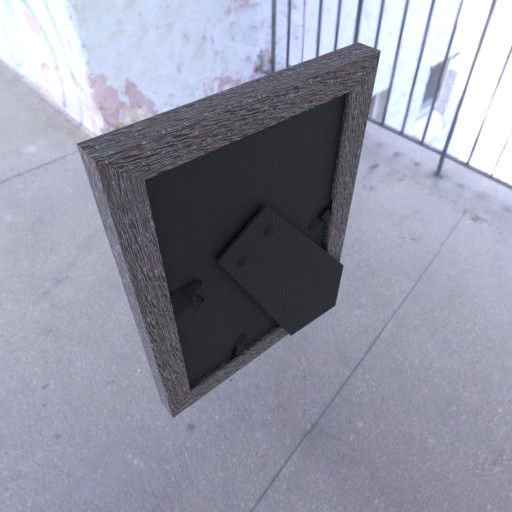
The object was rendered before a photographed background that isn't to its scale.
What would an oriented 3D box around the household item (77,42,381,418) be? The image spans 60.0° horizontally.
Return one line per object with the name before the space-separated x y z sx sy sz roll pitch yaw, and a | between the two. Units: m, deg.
household item | 0.000 0.000 0.273 0.160 0.210 0.020 -31 53 -27
